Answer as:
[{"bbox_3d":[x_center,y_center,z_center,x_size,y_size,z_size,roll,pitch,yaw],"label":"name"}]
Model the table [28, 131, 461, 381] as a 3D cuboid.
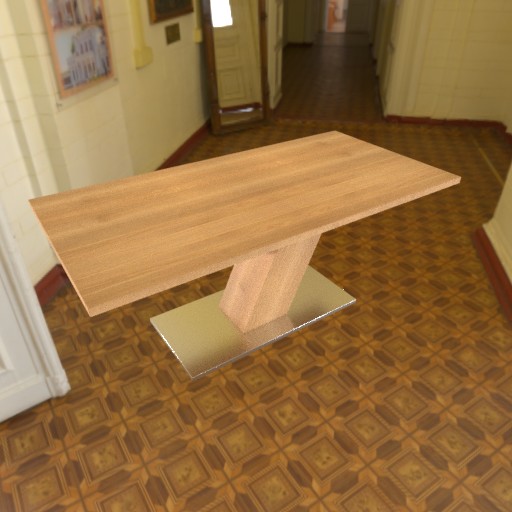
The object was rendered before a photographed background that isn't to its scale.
[{"bbox_3d":[0.000,0.000,2.250,1.800,0.750,0.900,-20,38,-28],"label":"table"}]
